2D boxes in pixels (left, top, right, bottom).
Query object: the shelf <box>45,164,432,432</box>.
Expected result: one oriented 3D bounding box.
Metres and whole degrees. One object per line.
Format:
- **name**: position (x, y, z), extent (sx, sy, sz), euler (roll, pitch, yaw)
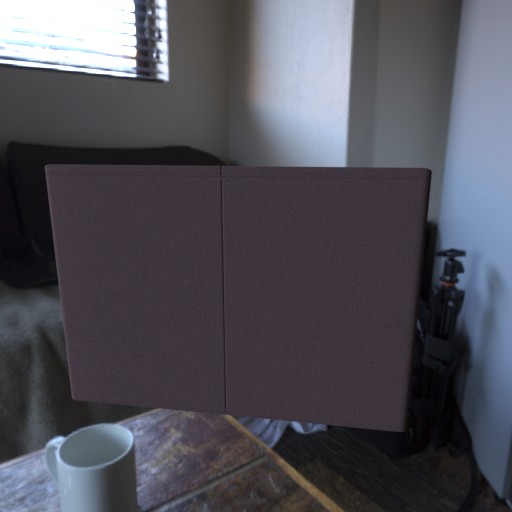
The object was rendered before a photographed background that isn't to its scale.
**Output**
- **shelf**: position (0.000, 0.000, 0.489), extent (0.292, 0.210, 0.292), euler (2, 15, 9)
